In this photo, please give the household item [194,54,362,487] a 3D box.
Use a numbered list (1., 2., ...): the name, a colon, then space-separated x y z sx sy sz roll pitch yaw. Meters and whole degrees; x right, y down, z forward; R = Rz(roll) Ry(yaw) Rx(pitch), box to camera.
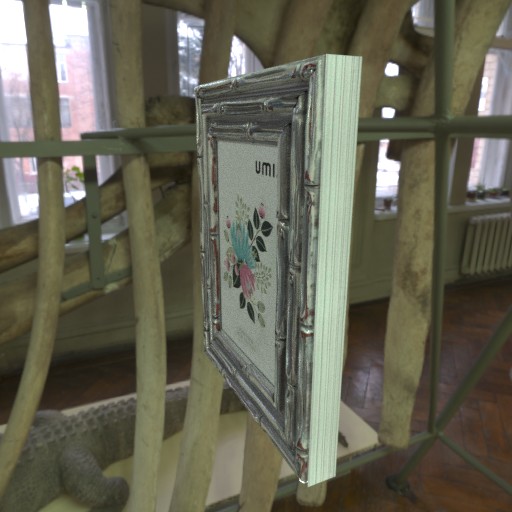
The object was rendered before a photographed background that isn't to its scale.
1. household item: 0.000 0.000 0.284 0.025 0.216 0.165 -8 18 -24
